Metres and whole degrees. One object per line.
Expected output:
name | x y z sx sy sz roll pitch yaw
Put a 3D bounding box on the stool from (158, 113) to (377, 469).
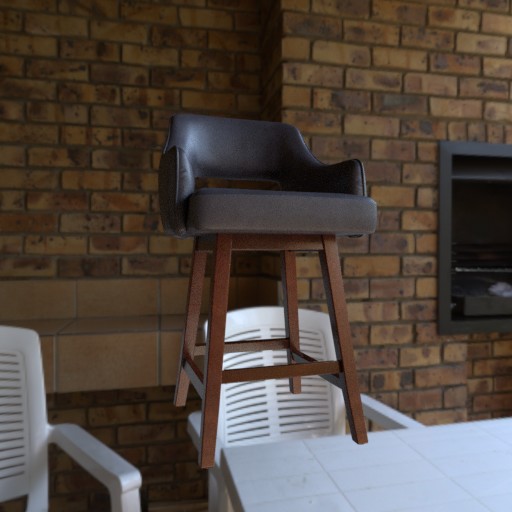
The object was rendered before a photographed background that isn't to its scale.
stool | 0.000 0.000 1.277 0.550 0.936 0.560 0 1 -18
